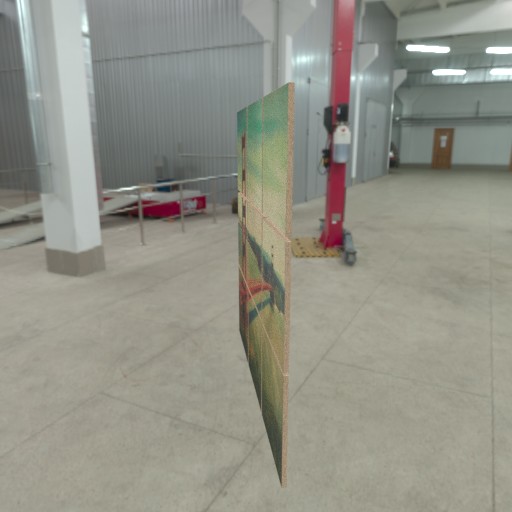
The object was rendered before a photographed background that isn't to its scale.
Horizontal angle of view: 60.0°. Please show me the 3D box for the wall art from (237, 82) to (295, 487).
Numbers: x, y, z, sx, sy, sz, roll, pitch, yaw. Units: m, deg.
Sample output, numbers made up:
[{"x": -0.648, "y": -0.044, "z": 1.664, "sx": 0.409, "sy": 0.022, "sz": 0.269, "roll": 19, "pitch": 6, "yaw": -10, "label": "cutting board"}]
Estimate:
[{"x": 0.000, "y": 0.000, "z": 1.386, "sx": 0.012, "sy": 0.910, "sz": 0.917, "roll": -2, "pitch": 15, "yaw": -8, "label": "wall art"}]
